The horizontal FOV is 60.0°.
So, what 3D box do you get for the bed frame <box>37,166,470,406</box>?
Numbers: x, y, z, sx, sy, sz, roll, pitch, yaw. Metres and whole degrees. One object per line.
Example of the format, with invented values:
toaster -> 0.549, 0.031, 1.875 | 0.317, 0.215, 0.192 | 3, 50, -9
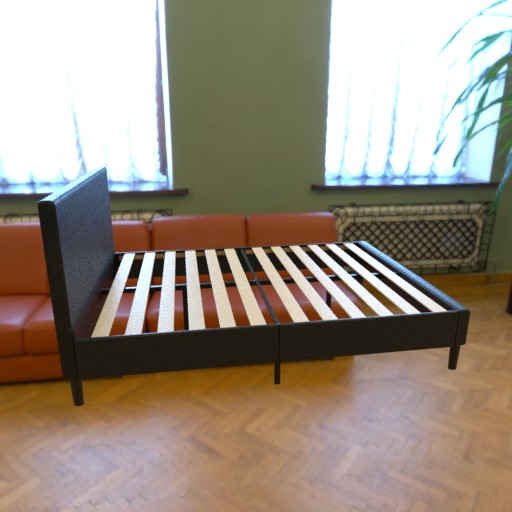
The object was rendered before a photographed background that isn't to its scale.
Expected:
bed frame -> 0.000, 0.000, 2.910 | 2.152, 1.046, 1.469 | -3, 17, -9
